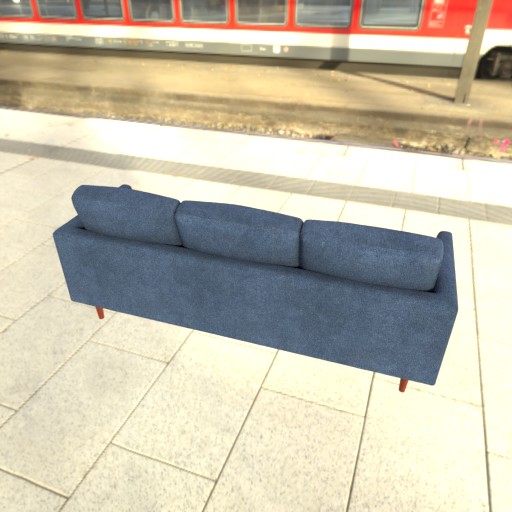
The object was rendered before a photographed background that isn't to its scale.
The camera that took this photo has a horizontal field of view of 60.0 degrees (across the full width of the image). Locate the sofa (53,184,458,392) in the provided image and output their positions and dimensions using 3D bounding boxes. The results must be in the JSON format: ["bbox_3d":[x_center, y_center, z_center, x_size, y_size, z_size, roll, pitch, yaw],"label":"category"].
[{"bbox_3d":[0.000,0.000,2.749,2.246,0.930,0.903,10,34,15],"label":"sofa"}]
